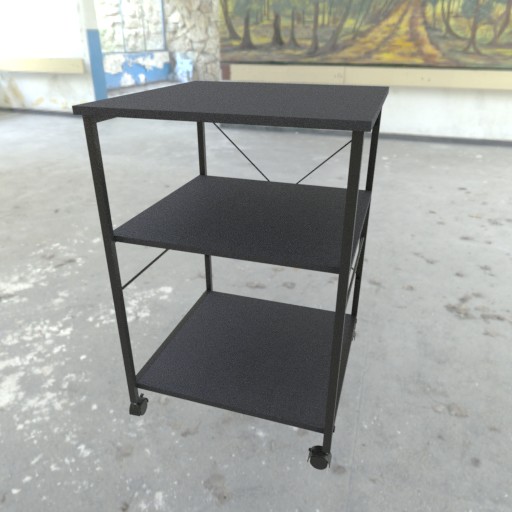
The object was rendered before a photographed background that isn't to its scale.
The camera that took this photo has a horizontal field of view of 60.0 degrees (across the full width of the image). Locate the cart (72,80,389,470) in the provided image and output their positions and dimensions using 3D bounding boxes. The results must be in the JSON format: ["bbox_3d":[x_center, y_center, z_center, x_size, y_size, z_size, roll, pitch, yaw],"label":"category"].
[{"bbox_3d":[0.000,0.000,1.106,0.521,0.762,0.520,8,28,16],"label":"cart"}]
